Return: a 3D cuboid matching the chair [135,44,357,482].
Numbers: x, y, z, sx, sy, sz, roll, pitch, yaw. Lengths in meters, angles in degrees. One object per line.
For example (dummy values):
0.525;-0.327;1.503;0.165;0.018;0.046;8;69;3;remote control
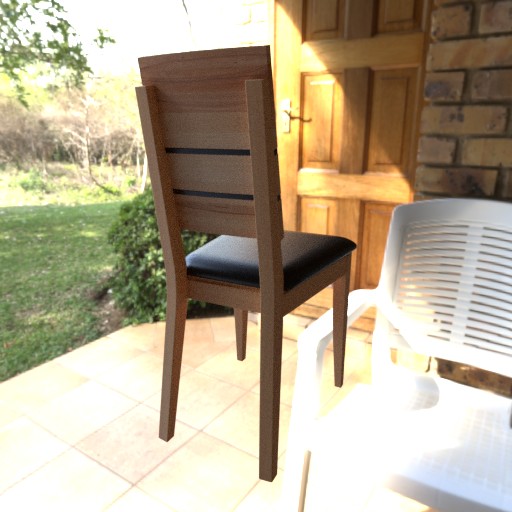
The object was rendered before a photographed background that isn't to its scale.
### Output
0.000;0.000;1.180;0.410;0.940;0.520;8;18;26;chair
